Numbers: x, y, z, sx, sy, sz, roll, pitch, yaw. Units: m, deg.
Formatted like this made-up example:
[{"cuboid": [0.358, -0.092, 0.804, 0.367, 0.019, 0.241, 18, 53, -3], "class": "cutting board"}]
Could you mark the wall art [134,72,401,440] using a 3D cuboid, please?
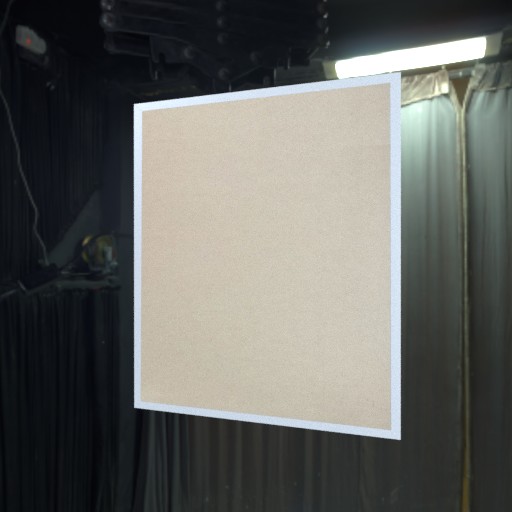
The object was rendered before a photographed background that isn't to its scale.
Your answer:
[{"cuboid": [0.000, 0.000, 0.614, 0.382, 0.456, 0.013, 0, 0, 18], "class": "wall art"}]
